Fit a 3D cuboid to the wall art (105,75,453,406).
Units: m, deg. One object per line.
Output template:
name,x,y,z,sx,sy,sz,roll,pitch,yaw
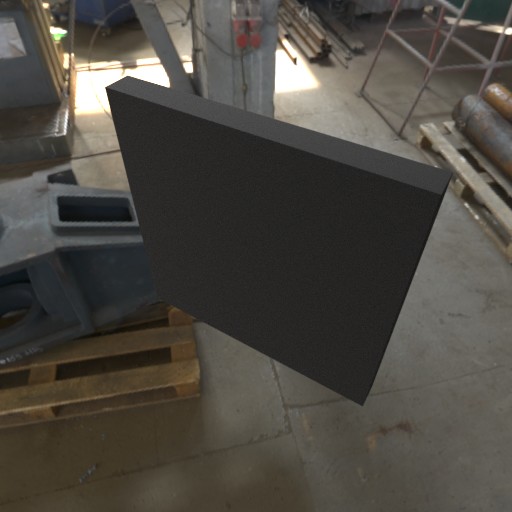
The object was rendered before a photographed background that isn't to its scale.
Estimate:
wall art,0.000,0.000,0.468,0.308,0.305,0.030,24,50,22
